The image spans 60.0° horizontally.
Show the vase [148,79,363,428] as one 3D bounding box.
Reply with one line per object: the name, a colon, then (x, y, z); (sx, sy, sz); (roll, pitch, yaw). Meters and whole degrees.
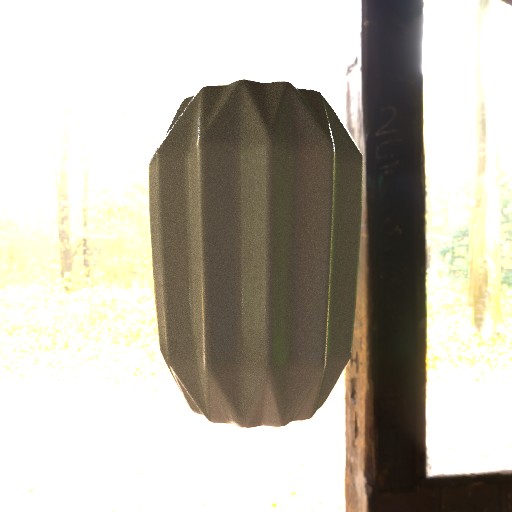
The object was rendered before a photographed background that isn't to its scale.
vase: (0.000, 0.000, 0.408); (0.195, 0.275, 0.195); (0, 0, 0)
